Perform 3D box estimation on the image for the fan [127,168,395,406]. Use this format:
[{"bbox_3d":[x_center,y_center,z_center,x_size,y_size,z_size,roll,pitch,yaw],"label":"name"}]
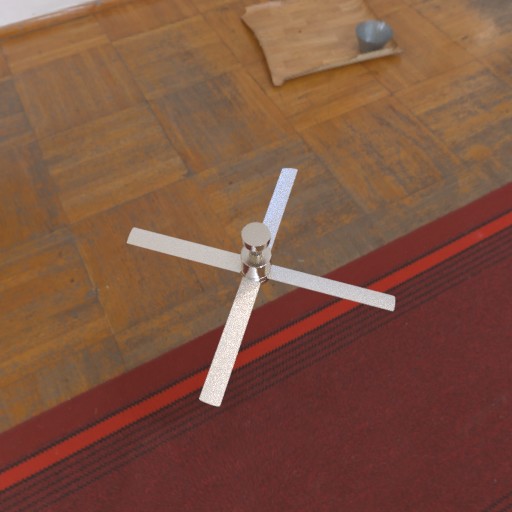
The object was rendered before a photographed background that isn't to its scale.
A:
[{"bbox_3d":[0.000,0.000,2.025,1.322,0.355,1.322,14,60,9],"label":"fan"}]
